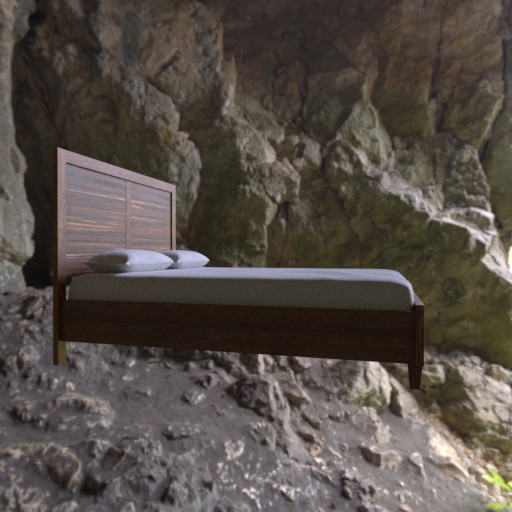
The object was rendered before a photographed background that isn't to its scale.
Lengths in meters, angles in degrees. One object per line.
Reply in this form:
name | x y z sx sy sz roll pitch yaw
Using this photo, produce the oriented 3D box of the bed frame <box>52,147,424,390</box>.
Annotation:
bed frame | 0.000 0.000 3.388 2.276 1.417 1.696 0 0 16
